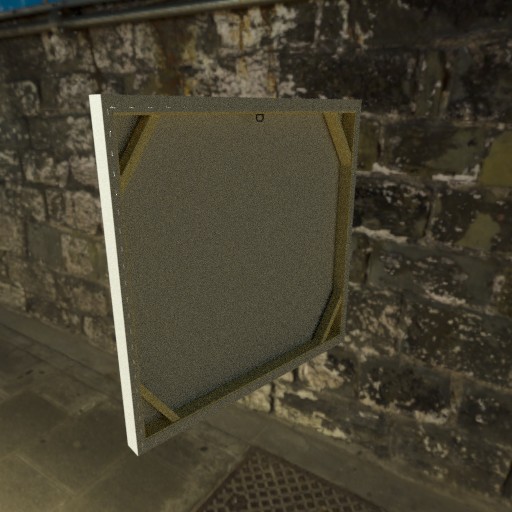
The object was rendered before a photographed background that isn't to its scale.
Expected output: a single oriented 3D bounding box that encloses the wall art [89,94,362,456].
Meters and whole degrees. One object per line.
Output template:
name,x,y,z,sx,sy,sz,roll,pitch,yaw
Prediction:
wall art,0.000,0.000,0.907,0.610,0.610,0.038,-16,24,-40
